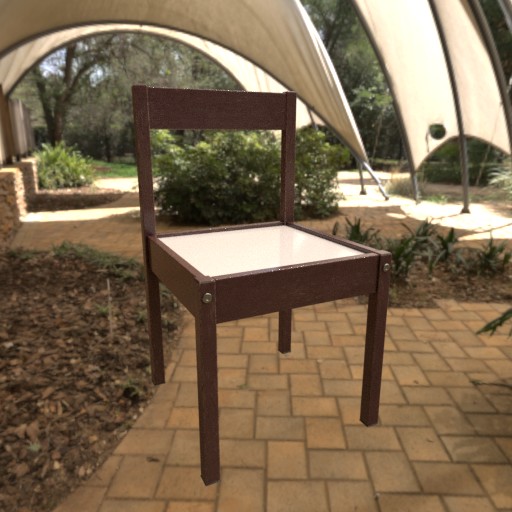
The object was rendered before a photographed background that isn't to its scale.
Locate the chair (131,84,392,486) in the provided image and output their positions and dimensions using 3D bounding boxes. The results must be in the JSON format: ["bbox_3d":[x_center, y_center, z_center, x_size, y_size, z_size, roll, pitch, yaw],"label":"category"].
[{"bbox_3d":[0.000,0.000,0.680,0.285,0.505,0.285,-8,17,-26],"label":"chair"}]
